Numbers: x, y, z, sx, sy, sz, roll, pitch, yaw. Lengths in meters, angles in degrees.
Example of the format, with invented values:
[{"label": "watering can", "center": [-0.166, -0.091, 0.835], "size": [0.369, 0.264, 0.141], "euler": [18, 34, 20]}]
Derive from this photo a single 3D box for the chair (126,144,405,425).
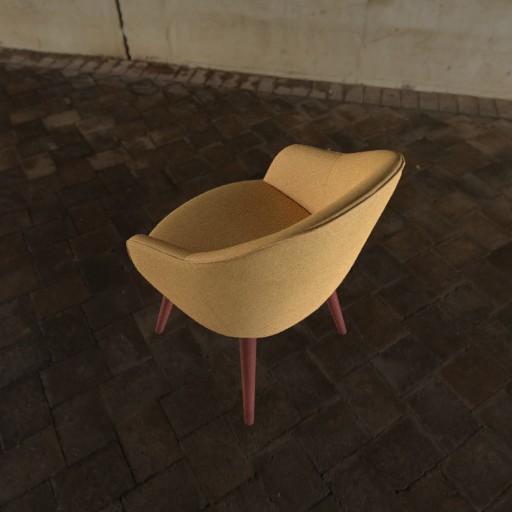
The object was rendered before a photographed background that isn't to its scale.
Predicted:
[{"label": "chair", "center": [0.000, 0.000, 1.276], "size": [0.596, 0.823, 0.635], "euler": [-36, 56, -29]}]
